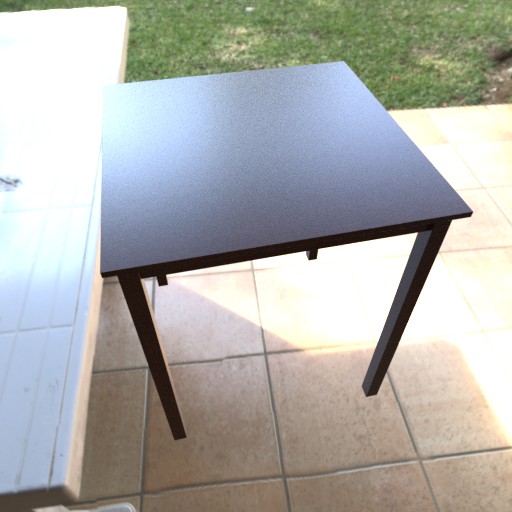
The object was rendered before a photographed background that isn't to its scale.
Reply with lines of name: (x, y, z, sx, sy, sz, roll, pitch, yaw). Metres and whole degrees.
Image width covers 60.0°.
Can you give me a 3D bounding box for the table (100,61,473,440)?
table: (0.000, 0.000, 1.633, 0.861, 0.991, 0.861, -9, 47, -9)
